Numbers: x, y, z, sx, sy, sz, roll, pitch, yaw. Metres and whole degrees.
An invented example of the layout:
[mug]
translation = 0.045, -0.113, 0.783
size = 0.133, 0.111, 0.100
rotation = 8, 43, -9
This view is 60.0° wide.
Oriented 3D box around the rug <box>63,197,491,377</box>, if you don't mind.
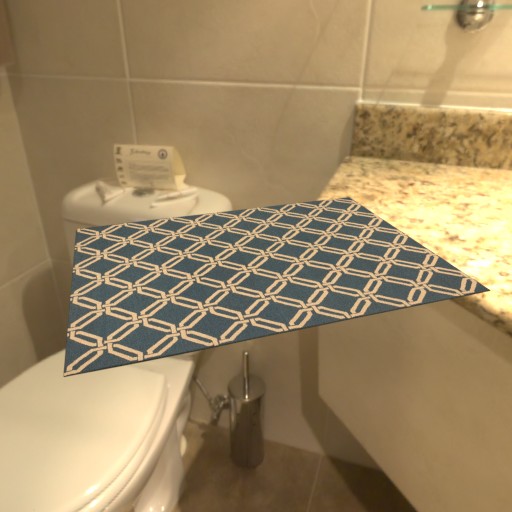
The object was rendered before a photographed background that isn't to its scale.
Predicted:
[rug]
translation = 0.000, 0.000, 4.277
size = 3.342, 0.018, 2.432
rotation = -8, 28, -16
